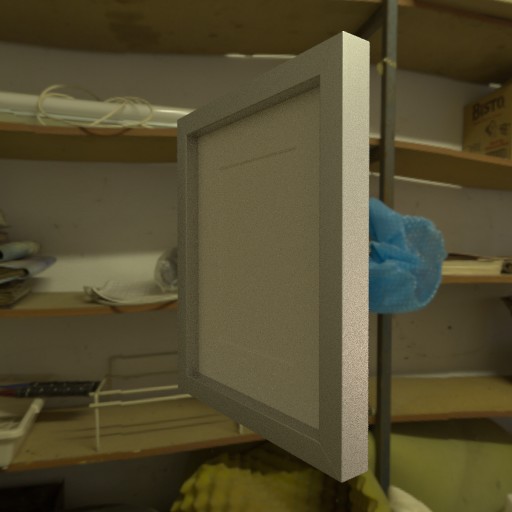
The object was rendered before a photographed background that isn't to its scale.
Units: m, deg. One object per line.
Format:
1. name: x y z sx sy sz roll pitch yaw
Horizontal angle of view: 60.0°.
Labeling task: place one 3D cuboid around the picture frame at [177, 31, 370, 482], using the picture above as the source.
1. picture frame: 0.000 0.000 0.381 0.036 0.282 0.233 -1 1 -36
